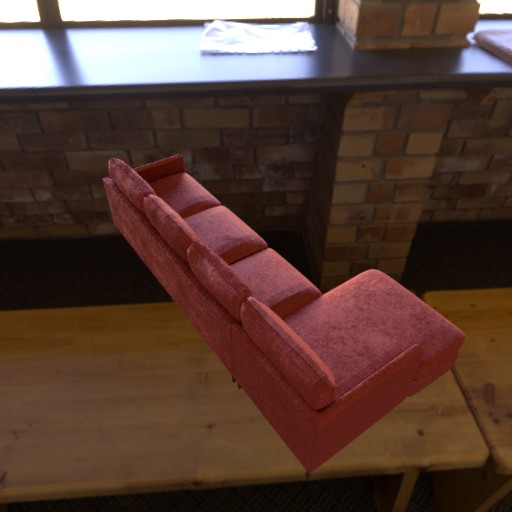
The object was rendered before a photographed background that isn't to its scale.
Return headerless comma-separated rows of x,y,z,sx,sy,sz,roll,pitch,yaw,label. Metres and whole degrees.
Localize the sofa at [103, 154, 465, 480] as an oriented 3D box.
0.000,0.000,4.035,1.500,0.967,3.400,-25,47,-26,sofa
